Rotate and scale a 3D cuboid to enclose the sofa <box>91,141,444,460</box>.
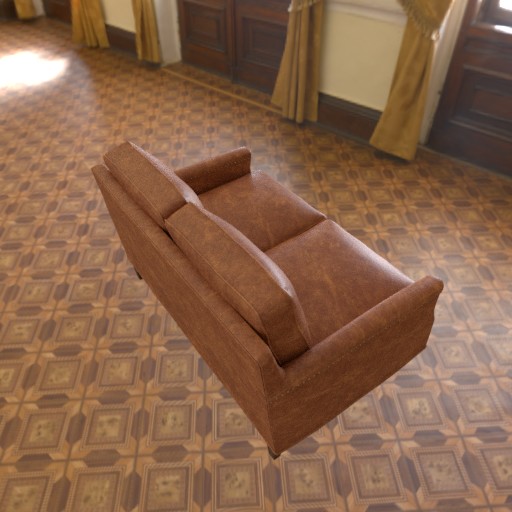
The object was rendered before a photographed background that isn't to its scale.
[{"bbox_3d":[0.000,0.000,2.329,1.084,1.003,1.597,-26,48,-26],"label":"sofa"}]
